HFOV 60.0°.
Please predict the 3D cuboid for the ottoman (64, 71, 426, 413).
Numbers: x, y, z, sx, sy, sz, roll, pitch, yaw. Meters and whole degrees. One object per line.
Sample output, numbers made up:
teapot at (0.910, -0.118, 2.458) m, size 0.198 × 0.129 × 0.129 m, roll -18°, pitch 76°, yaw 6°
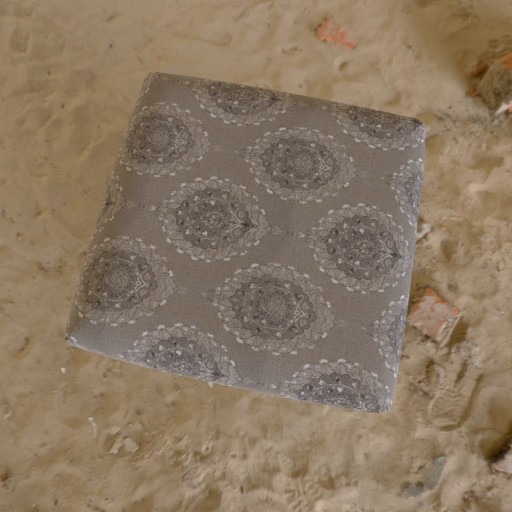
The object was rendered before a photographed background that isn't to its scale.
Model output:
ottoman at (0.000, 0.000, 0.888) m, size 0.507 × 0.473 × 0.497 m, roll 12°, pitch 76°, yaw 3°
